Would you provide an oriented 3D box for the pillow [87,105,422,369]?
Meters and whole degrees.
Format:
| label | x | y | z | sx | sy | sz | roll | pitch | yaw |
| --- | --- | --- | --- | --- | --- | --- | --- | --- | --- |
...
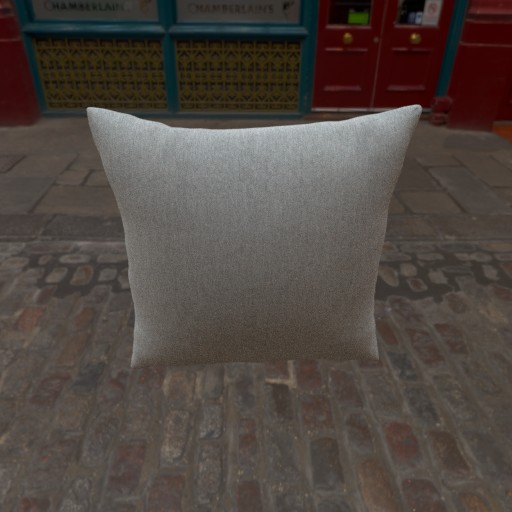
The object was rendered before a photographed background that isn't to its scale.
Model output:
| label | x | y | z | sx | sy | sz | roll | pitch | yaw |
| --- | --- | --- | --- | --- | --- | --- | --- | --- | --- |
| pillow | 0.000 | 0.000 | 0.673 | 0.433 | 0.436 | 0.173 | -1 | 31 | -2 |
